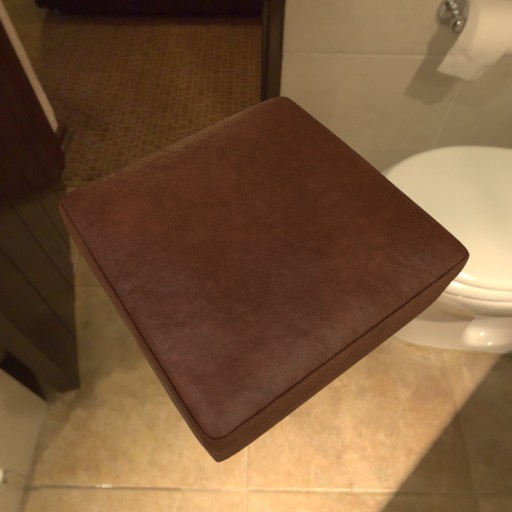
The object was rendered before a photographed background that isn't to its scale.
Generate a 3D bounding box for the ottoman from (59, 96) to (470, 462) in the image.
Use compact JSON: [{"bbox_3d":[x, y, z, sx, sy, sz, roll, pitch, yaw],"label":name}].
[{"bbox_3d":[0.000,0.000,1.325,0.844,0.415,0.836,-31,62,-19],"label":"ottoman"}]
